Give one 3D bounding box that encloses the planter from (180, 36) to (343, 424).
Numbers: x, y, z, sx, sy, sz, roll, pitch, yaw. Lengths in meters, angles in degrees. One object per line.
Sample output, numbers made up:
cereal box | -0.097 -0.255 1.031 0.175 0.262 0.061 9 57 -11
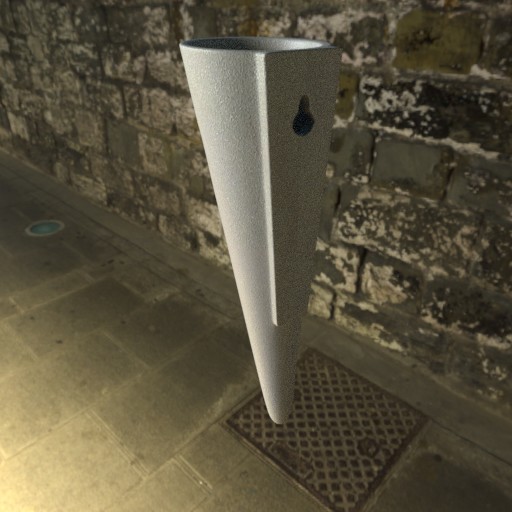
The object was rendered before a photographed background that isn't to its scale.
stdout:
planter | 0.000 0.000 0.220 0.057 0.191 0.064 -18 35 -28
